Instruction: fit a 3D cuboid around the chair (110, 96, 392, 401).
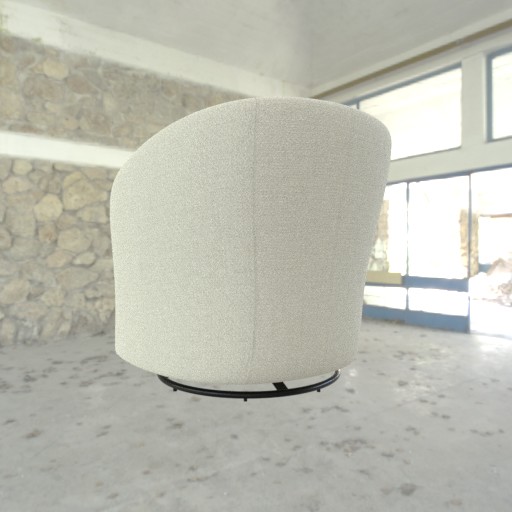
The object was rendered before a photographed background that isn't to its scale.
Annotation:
[{"bbox_3d":[0.000,0.000,1.435,0.791,0.771,0.815,0,0,-36],"label":"chair"}]
